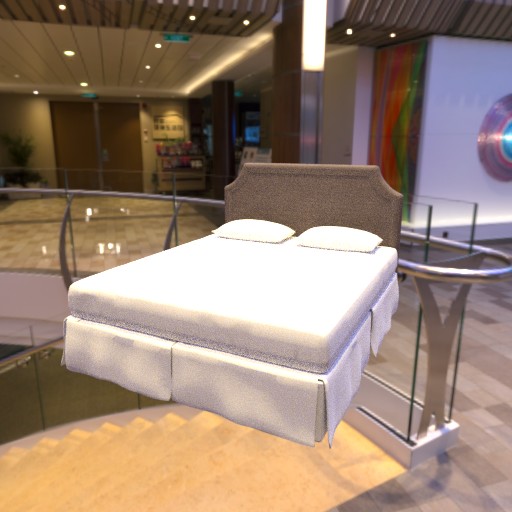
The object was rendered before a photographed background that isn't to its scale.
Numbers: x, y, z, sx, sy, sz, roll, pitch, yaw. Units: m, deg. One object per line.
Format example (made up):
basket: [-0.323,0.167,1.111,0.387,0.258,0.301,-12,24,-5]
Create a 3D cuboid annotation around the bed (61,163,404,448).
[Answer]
bed: [0.000,0.000,4.181,2.350,1.590,2.773,7,16,26]
